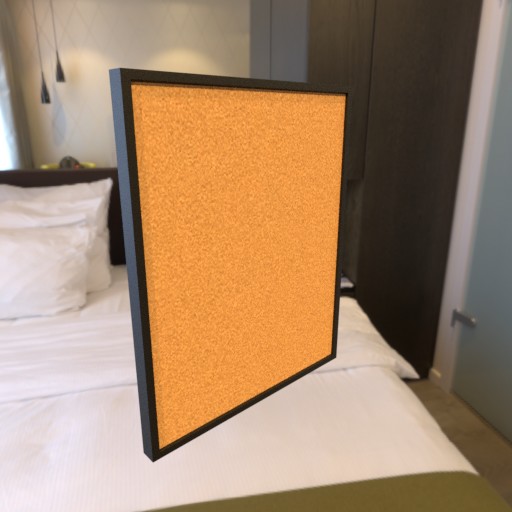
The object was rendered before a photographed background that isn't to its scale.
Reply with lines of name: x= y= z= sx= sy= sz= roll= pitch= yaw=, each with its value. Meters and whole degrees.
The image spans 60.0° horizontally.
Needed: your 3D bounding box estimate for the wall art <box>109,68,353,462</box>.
wall art: x=0.000 y=0.000 z=0.754 sx=0.457 sy=0.559 sz=0.029 roll=-15 pitch=23 yaw=-41
